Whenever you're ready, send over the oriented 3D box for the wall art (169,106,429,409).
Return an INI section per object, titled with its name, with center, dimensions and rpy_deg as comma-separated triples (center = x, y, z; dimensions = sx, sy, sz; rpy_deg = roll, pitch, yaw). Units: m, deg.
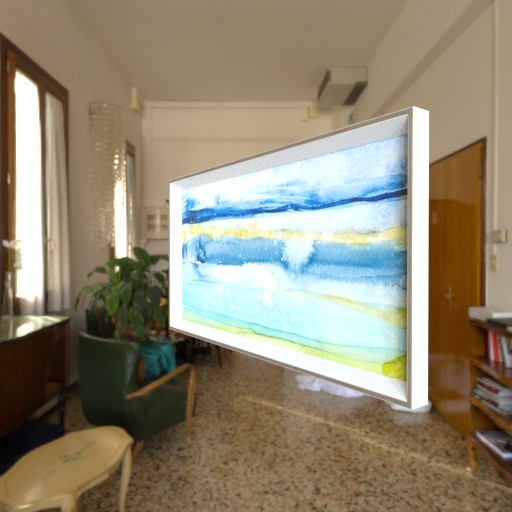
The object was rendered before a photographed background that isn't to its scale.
[wall art]
center = 0.000, 0.000, 0.969
dimensions = 0.038, 0.431, 0.812
rpy_deg = 0, 1, -36
